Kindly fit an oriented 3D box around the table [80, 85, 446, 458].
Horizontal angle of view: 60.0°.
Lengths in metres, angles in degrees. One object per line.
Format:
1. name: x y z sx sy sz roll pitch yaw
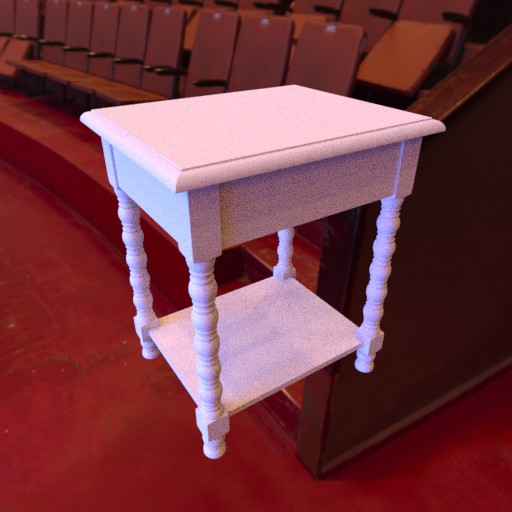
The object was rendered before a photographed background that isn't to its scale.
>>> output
1. table: 0.000 0.000 0.846 0.460 0.531 0.381 -19 35 -28
